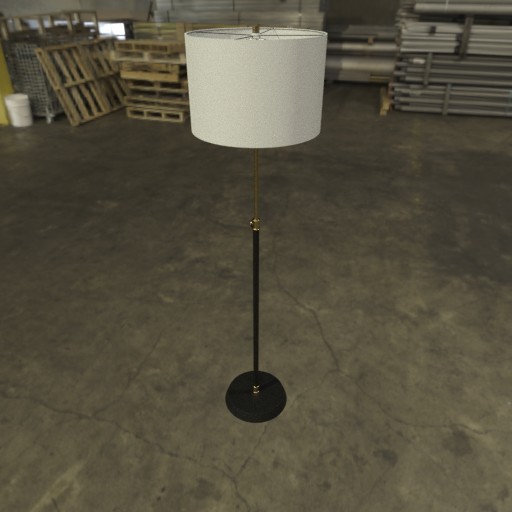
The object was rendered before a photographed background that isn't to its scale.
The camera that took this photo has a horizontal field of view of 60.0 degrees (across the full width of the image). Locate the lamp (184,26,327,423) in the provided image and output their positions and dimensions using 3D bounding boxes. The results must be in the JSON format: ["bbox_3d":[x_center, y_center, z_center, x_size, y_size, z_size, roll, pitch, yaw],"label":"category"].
[{"bbox_3d":[0.000,0.000,1.646,0.404,1.517,0.404,9,32,14],"label":"lamp"}]
